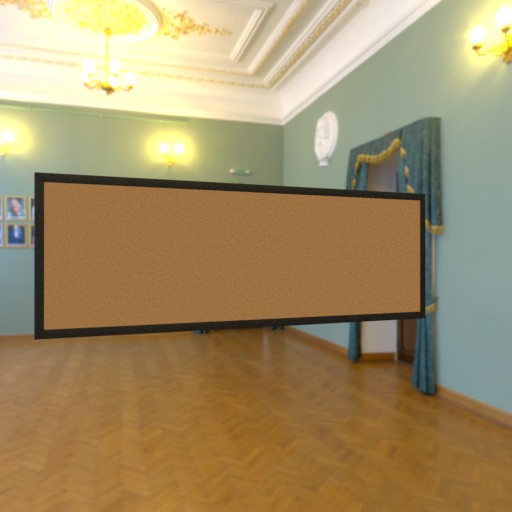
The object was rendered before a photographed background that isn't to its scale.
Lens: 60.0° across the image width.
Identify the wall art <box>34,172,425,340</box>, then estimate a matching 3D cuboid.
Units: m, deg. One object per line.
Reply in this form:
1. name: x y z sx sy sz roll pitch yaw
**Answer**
1. wall art: 0.000 0.000 0.958 0.860 0.303 0.037 0 0 -19
